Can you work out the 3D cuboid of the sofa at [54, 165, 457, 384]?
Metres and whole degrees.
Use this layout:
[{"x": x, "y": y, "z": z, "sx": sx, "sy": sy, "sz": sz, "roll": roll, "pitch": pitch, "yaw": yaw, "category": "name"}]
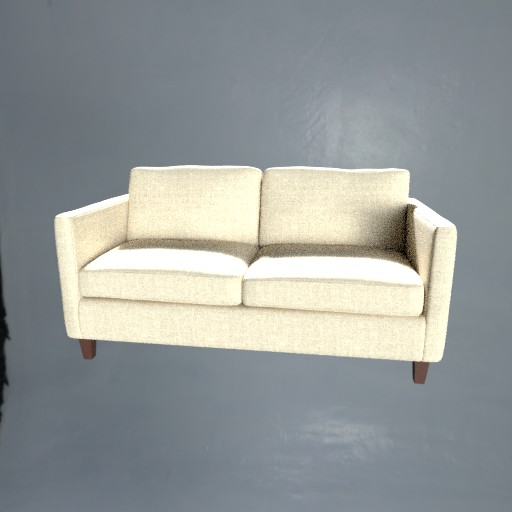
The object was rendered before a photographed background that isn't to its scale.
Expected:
[{"x": 0.000, "y": 0.000, "z": 2.496, "sx": 1.884, "sy": 0.963, "sz": 0.950, "roll": 2, "pitch": 15, "yaw": 8, "category": "sofa"}]
